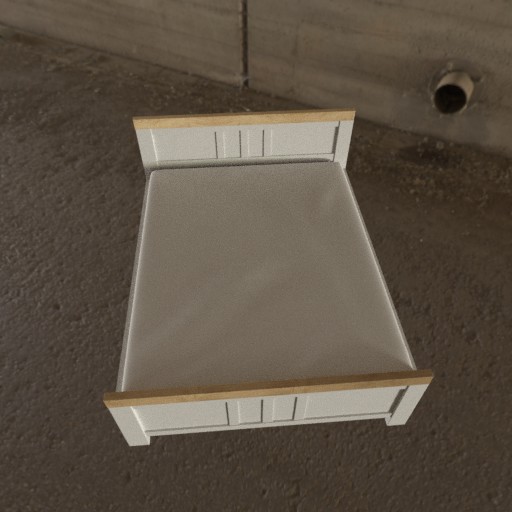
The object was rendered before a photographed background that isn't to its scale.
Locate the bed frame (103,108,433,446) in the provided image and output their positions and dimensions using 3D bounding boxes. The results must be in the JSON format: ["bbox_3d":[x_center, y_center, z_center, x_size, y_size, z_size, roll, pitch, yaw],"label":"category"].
[{"bbox_3d":[0.000,0.000,3.008,1.670,0.980,2.050,-3,47,-3],"label":"bed frame"}]
